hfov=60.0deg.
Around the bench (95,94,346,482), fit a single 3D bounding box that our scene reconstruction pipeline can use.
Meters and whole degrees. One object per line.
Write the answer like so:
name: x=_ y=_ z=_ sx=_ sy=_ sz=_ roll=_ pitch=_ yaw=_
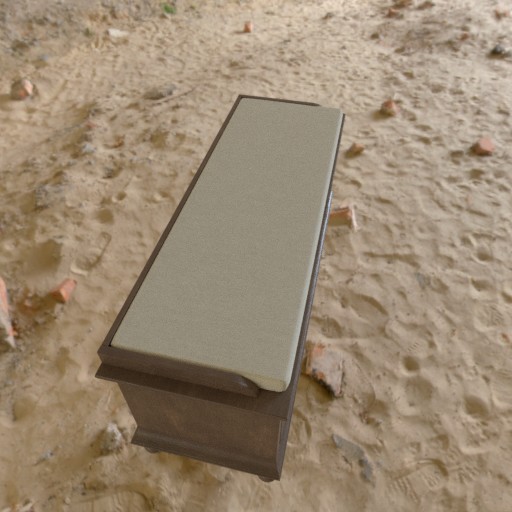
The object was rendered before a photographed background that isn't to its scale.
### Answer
bench: x=0.000 y=0.000 z=1.419 sx=0.402 sy=0.501 sz=1.185 roll=10 pitch=47 yaw=9
